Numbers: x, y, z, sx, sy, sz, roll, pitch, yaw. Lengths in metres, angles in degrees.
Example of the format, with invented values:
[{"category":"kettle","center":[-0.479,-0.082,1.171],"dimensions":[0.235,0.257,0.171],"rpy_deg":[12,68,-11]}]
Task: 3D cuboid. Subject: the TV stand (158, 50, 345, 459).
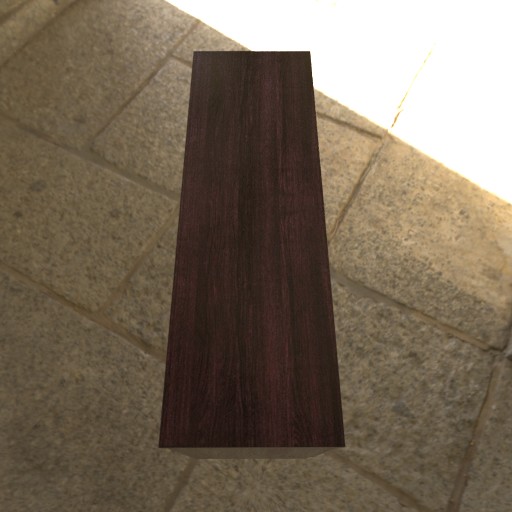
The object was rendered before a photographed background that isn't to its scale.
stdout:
[{"category":"TV stand","center":[0.000,0.000,1.451],"dimensions":[0.404,0.614,1.192],"rpy_deg":[0,63,0]}]
